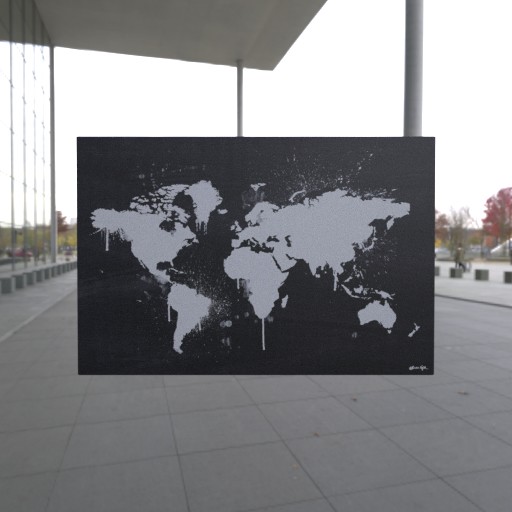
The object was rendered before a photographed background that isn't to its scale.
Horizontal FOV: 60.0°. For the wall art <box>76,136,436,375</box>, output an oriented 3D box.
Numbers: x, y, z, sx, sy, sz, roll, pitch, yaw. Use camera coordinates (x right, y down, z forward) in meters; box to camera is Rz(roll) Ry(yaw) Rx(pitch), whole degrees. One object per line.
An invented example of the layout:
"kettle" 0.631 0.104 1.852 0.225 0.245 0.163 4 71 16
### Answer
"wall art" 0.000 0.000 0.773 0.610 0.409 0.038 0 1 0
